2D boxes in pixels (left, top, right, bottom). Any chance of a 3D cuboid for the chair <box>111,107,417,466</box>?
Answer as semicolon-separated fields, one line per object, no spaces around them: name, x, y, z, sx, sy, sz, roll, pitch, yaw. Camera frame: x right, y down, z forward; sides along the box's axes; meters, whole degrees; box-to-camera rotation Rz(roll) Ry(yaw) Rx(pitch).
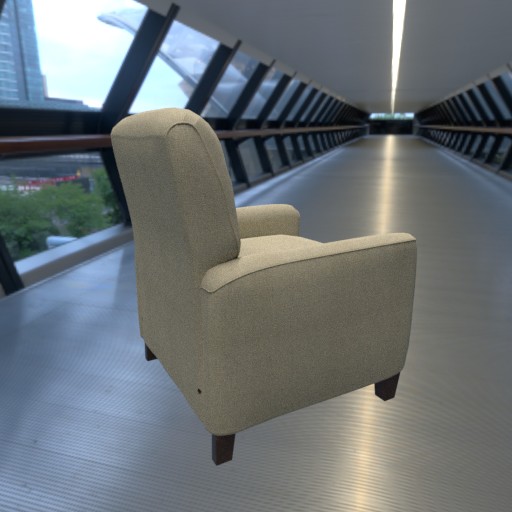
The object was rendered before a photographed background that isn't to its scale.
chair;0.000;0.000;1.635;0.853;1.006;0.850;-8;17;-28
